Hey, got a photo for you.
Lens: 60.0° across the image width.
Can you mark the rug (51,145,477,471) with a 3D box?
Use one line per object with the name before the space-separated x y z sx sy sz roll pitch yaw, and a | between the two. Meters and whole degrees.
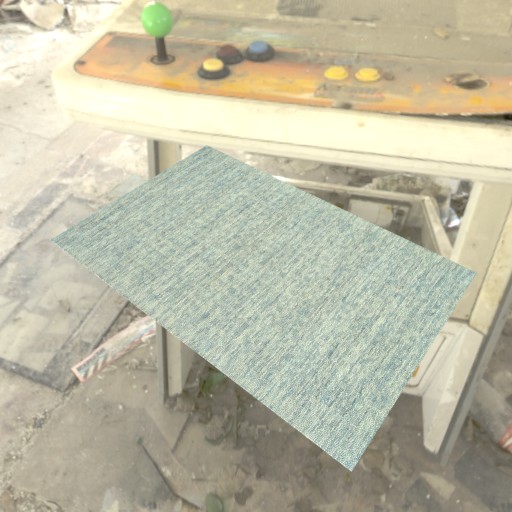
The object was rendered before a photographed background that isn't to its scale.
rug | 0.000 0.000 2.165 1.752 0.006 1.142 30 53 26
